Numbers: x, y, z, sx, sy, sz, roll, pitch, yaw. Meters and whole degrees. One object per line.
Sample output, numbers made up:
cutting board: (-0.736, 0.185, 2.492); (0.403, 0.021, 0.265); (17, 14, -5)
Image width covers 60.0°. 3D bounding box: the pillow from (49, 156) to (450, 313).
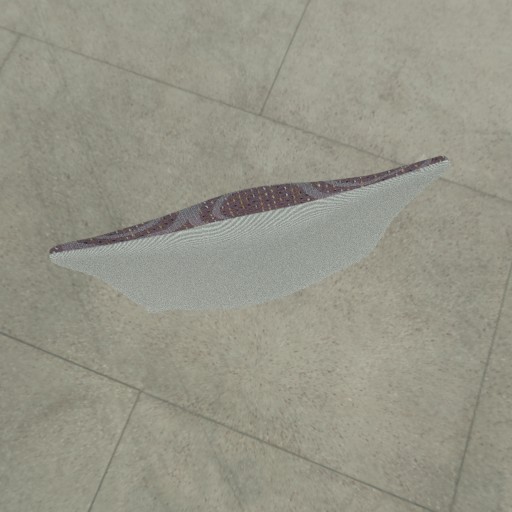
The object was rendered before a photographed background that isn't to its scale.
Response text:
pillow: (0.000, 0.000, 0.793); (0.514, 0.513, 0.163); (-14, 76, -4)
